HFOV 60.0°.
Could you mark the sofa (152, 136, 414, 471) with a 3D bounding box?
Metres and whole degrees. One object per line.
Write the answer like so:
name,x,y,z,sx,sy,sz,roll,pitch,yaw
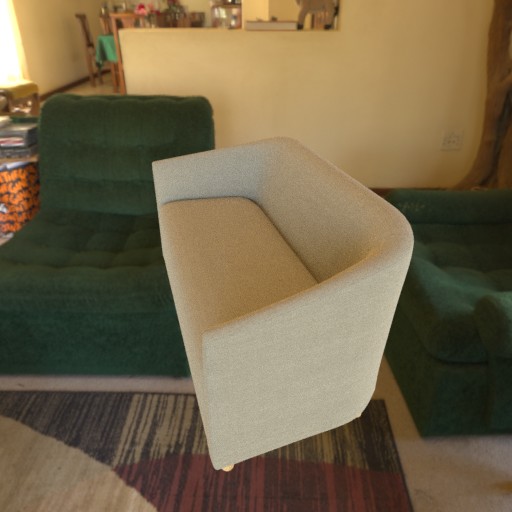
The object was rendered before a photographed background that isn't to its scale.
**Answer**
sofa,0.000,0.000,1.866,0.705,0.721,1.452,-8,31,-14
